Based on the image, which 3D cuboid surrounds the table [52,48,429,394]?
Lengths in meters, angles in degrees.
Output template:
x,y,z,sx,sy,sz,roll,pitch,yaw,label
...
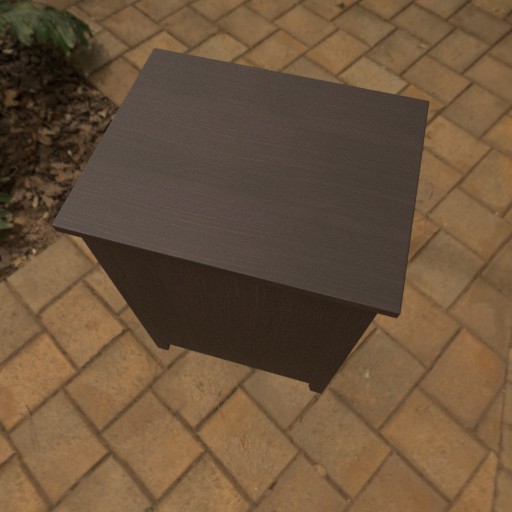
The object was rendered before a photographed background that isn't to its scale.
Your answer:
x,y,z,sx,sy,sz,roll,pitch,yaw,label
0.000,0.000,0.947,0.480,0.635,0.381,14,63,7,table
